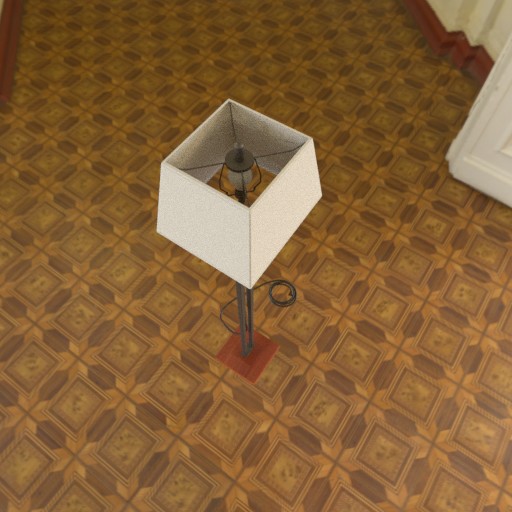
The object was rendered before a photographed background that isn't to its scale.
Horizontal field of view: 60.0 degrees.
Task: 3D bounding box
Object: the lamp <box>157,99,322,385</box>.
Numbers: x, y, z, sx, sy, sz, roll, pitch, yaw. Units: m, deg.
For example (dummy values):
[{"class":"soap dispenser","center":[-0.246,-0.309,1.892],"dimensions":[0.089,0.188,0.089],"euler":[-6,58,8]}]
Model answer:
[{"class":"lamp","center":[0.000,0.000,1.991],"dimensions":[0.472,1.712,0.745],"euler":[31,64,17]}]
